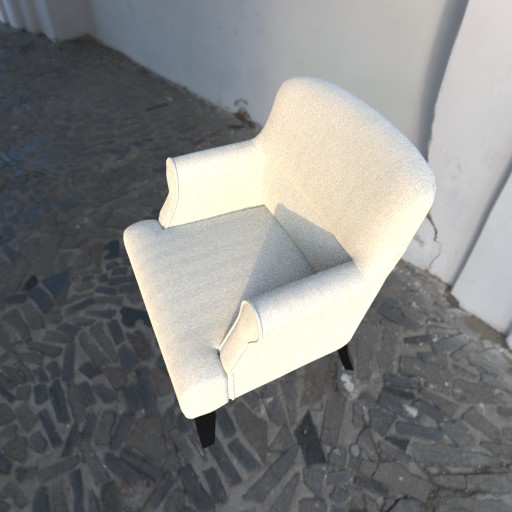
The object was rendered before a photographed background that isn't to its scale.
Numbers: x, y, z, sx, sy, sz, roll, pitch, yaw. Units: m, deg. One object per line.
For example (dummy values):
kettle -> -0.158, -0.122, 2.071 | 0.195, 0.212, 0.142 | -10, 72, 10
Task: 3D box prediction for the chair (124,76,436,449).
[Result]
chair -> 0.000, 0.000, 1.440 | 0.750, 0.875, 0.781 | -18, 48, -17
